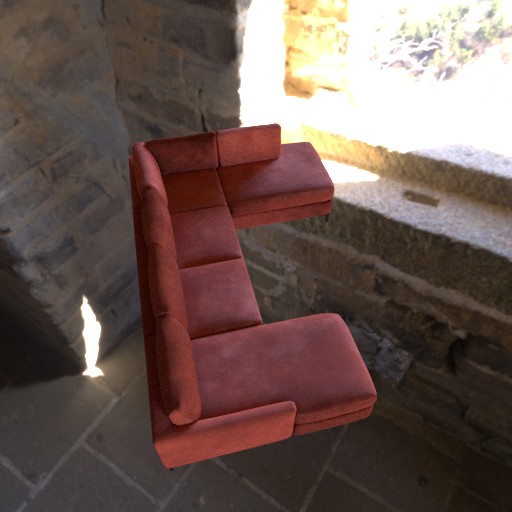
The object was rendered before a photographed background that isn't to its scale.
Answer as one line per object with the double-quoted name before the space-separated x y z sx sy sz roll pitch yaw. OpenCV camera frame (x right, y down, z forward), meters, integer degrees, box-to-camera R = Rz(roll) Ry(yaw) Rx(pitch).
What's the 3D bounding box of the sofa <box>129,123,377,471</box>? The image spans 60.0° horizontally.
"sofa" 0.000 0.000 3.852 1.981 0.858 2.971 -10 50 -9
